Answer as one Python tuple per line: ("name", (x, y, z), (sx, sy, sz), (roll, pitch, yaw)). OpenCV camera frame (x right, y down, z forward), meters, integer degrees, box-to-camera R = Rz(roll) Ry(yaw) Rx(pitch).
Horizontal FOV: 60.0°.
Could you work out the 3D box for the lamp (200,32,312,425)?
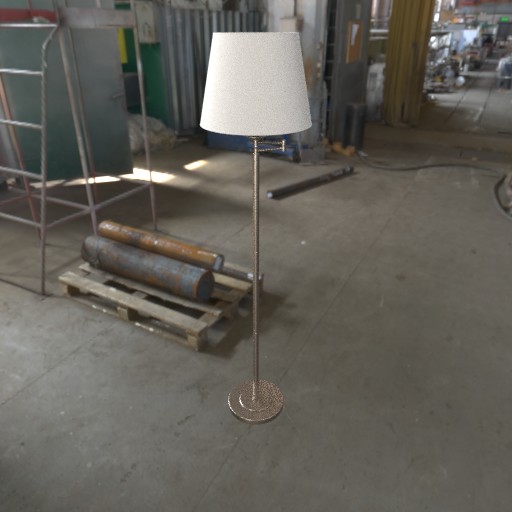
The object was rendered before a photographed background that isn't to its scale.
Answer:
("lamp", (0.000, 0.000, 1.637), (0.355, 1.473, 0.355), (0, 27, 0))
